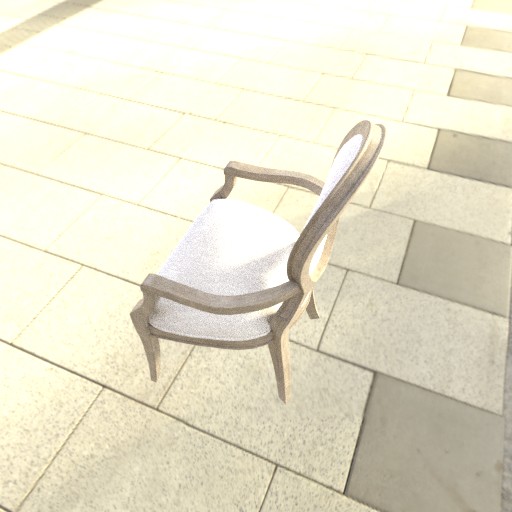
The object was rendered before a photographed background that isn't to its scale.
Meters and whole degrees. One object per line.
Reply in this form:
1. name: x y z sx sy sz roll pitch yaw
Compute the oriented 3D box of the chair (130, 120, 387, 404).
1. chair: 0.000 0.000 1.397 0.602 0.991 0.611 16 50 14
